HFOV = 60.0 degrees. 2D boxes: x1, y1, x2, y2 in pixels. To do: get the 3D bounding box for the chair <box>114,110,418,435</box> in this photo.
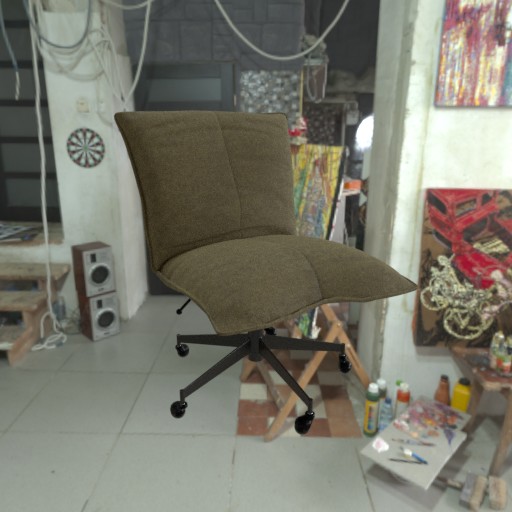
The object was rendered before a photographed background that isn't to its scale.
[{"bbox_3d":[0.000,0.000,1.263,0.597,0.811,0.696,-8,18,-27],"label":"chair"}]
